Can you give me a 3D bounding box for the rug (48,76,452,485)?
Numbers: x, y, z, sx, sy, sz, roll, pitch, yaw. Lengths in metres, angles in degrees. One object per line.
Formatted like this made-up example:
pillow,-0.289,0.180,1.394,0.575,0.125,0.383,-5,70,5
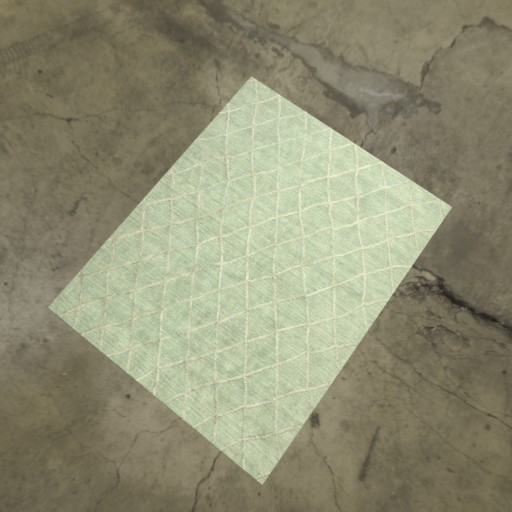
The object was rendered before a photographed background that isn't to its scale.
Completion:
rug,0.000,0.000,4.127,2.420,0.019,3.039,36,78,9
